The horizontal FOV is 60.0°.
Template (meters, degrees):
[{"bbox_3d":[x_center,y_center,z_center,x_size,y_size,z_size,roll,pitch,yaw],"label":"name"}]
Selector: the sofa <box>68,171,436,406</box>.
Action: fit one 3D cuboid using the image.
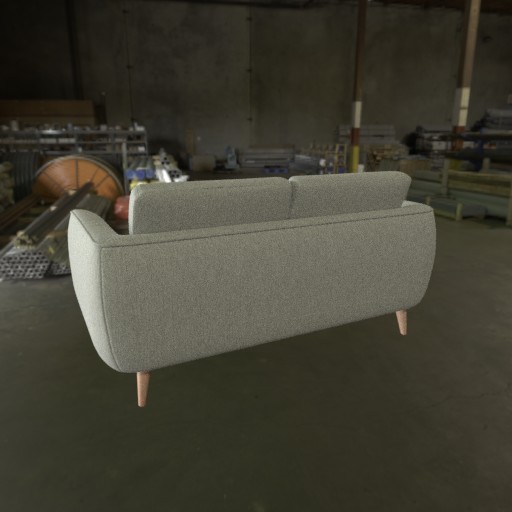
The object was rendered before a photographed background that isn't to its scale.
[{"bbox_3d":[0.000,0.000,2.256,1.700,0.850,0.920,-8,17,-26],"label":"sofa"}]
